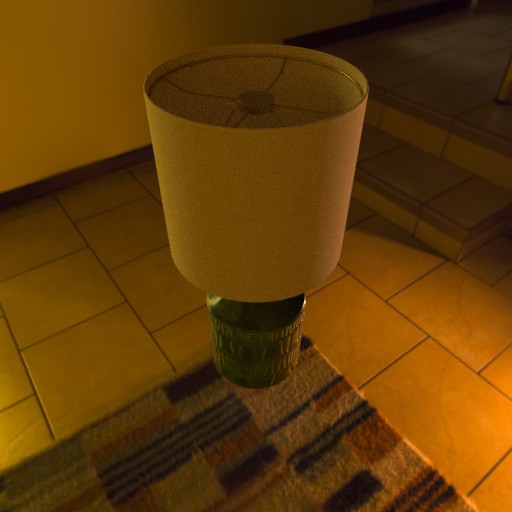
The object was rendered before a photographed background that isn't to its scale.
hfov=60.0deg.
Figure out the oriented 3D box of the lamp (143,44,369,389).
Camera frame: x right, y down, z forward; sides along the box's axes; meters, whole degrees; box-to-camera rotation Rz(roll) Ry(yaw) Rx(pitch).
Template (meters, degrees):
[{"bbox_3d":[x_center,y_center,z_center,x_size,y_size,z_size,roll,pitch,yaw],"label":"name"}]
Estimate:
[{"bbox_3d":[0.000,0.000,0.574,0.211,0.455,0.211,24,47,24],"label":"lamp"}]
